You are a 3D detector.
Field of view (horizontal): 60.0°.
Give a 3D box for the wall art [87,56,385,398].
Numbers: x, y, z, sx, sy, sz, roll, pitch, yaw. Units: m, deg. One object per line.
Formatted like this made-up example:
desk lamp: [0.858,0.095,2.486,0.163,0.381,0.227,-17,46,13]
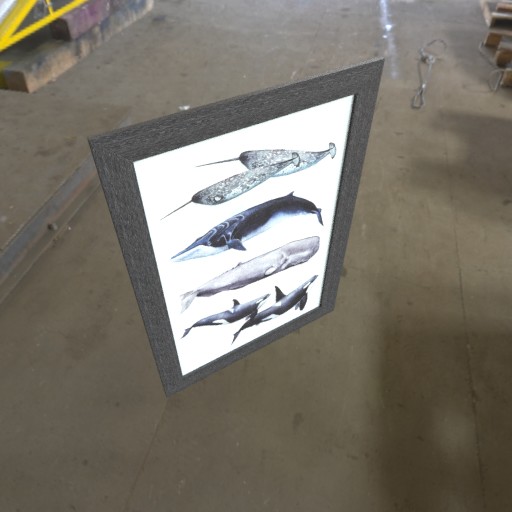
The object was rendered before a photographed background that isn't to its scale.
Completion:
wall art: [0.000,0.000,1.459,0.810,1.116,0.016,-23,50,-21]
